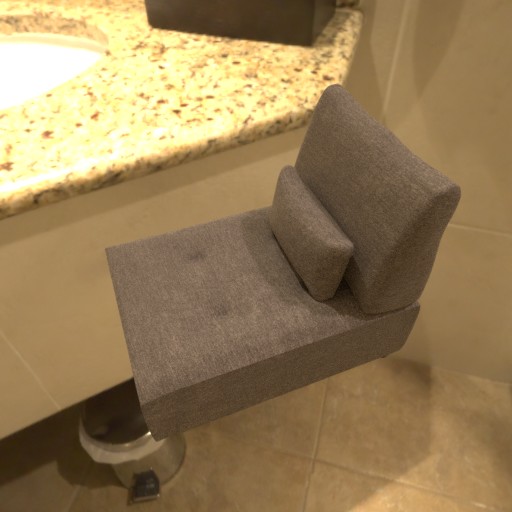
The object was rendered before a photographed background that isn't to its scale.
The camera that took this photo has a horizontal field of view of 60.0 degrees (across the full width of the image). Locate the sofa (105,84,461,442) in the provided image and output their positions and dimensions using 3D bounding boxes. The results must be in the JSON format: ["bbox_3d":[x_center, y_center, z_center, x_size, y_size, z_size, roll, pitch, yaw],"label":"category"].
[{"bbox_3d":[0.000,0.000,1.557,1.000,0.820,0.700,-16,48,-15],"label":"sofa"}]
